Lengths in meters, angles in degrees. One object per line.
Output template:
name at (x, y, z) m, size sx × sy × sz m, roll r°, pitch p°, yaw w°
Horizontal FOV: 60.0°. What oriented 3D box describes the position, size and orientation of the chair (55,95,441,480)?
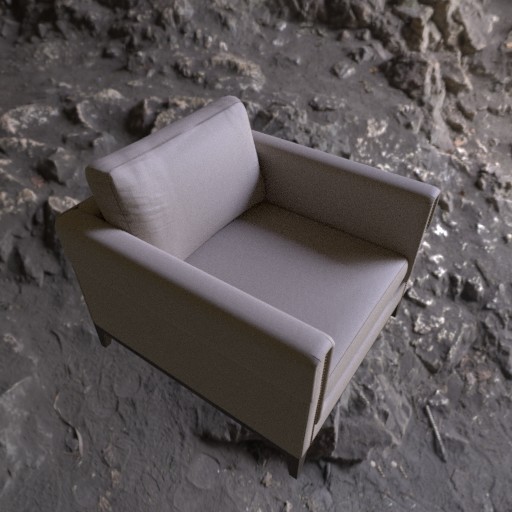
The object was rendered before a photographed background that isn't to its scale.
chair at (0.000, 0.000, 1.621) m, size 0.959 × 0.838 × 0.914 m, roll 25°, pitch 47°, yaw 26°
